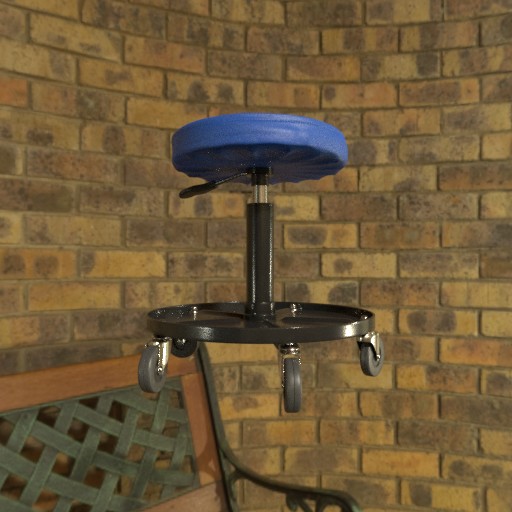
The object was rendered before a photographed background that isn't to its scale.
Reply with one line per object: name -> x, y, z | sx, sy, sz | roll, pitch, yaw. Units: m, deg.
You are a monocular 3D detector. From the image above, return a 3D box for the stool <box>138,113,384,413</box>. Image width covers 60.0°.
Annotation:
stool -> 0.000, 0.000, 0.699 | 0.382, 0.365, 0.381 | 0, -1, 19
